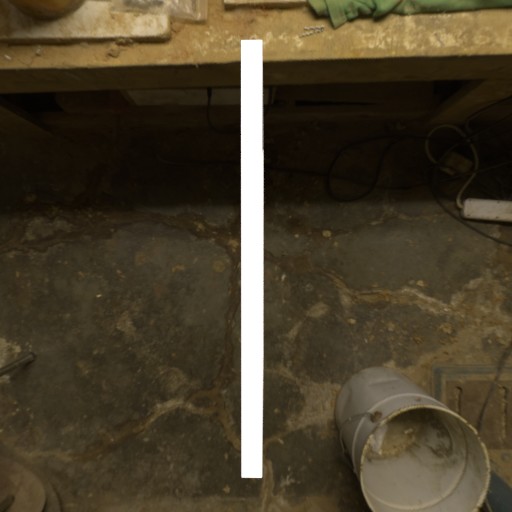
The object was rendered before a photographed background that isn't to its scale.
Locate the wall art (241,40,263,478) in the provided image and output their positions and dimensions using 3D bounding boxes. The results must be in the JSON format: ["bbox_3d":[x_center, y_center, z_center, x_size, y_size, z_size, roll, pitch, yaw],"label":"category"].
[{"bbox_3d":[0.000,0.000,1.149,0.036,0.760,0.760,0,91,1],"label":"wall art"}]
